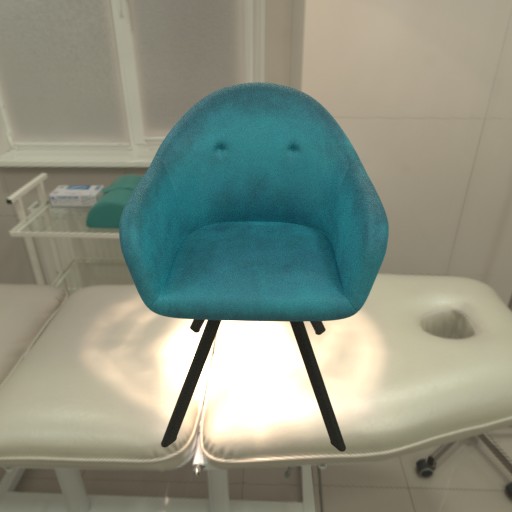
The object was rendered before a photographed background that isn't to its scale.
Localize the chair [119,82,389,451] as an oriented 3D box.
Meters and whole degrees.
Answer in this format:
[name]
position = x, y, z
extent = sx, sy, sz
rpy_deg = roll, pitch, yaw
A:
[chair]
position = 0.000, 0.000, 1.155
extent = 0.540, 0.780, 0.570
rpy_deg = 1, 29, 1
